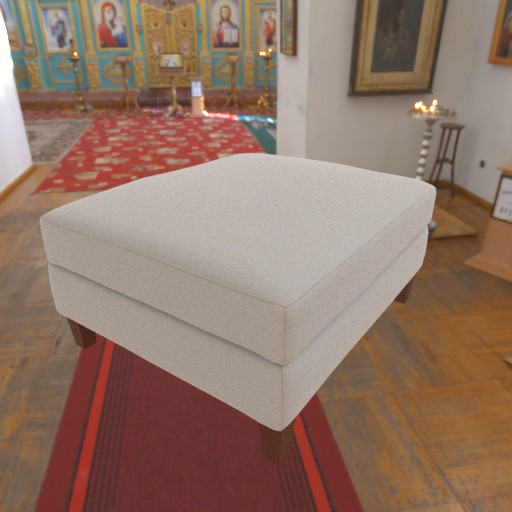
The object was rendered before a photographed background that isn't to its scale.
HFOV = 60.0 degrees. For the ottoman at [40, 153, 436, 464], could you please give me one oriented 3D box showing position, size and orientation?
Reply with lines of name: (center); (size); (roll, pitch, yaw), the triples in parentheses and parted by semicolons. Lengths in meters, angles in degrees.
ottoman: (0.000, 0.000, 1.428); (0.836, 0.492, 0.976); (17, 30, 32)
